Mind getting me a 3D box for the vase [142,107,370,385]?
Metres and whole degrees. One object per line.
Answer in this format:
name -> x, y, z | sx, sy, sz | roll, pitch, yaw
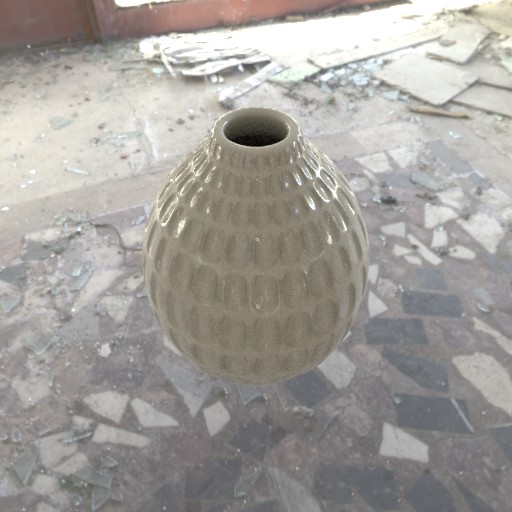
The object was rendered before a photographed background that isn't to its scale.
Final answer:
vase -> 0.000, 0.000, 0.255 | 0.128, 0.167, 0.128 | 0, 48, 0
